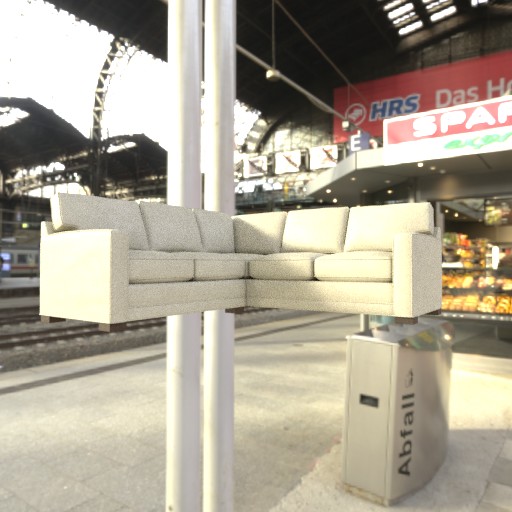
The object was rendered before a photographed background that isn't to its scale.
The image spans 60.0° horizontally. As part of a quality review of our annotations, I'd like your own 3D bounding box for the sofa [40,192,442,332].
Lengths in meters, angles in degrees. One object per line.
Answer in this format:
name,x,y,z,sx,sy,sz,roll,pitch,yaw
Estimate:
sofa,0.000,0.000,3.369,2.211,0.936,2.188,-1,-1,35
